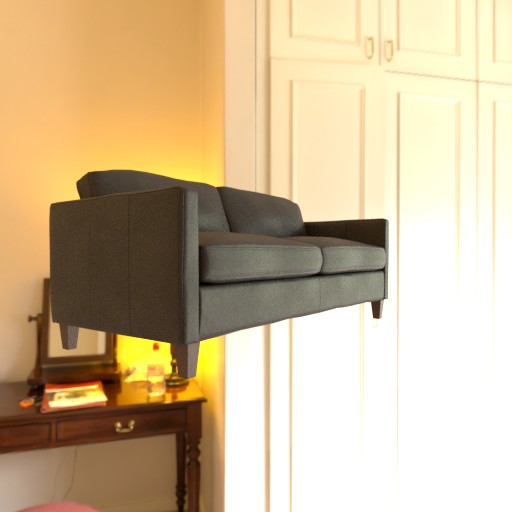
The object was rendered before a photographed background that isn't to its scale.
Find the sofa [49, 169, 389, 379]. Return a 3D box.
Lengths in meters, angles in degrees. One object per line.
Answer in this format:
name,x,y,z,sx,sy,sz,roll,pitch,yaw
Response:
sofa,0.000,0.000,2.540,0.933,0.863,1.971,0,1,37
